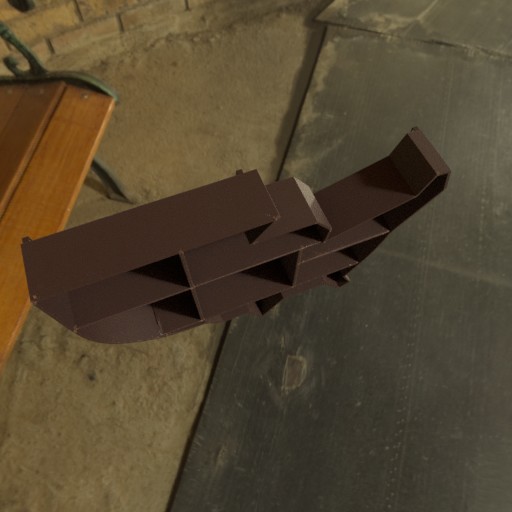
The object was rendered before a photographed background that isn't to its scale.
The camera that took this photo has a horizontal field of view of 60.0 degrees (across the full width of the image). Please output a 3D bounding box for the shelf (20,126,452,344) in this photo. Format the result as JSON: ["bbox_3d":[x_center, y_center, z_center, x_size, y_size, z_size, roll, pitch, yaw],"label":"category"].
[{"bbox_3d":[0.000,0.000,0.905,0.729,0.439,0.112,-19,64,-10],"label":"shelf"}]
